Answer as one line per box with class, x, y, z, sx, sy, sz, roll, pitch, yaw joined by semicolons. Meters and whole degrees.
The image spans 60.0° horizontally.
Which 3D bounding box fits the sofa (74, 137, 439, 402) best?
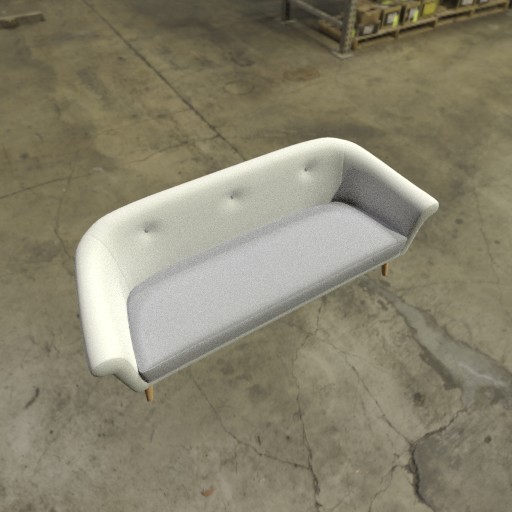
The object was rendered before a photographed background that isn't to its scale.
sofa;0.000;0.000;2.681;2.160;0.795;0.827;-24;51;-21
